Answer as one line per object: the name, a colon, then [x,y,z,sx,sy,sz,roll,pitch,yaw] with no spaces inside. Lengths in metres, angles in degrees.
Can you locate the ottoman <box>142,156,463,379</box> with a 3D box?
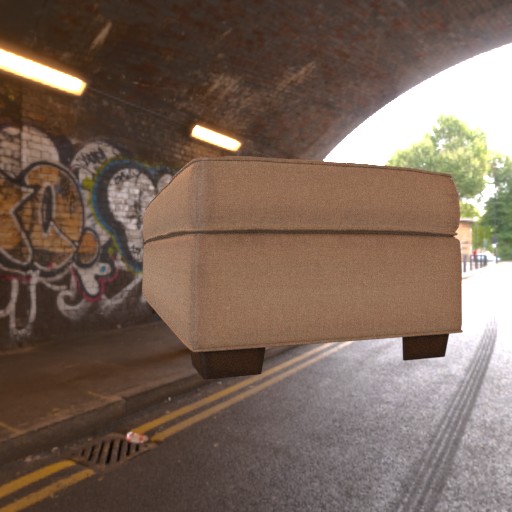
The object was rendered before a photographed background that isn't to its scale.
ottoman: [0.000,0.000,1.398,0.617,0.448,1.097,0,1,-19]
